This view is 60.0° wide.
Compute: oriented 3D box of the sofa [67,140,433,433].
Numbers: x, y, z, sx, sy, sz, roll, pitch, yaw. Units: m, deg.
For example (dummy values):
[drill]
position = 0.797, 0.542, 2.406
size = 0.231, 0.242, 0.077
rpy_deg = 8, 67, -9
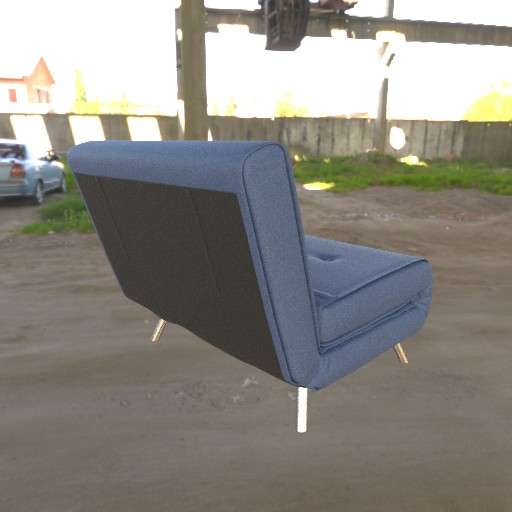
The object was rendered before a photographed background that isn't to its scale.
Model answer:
[sofa]
position = 0.000, 0.000, 1.701
size = 0.996, 0.860, 0.999
rpy_deg = -14, 20, -42
